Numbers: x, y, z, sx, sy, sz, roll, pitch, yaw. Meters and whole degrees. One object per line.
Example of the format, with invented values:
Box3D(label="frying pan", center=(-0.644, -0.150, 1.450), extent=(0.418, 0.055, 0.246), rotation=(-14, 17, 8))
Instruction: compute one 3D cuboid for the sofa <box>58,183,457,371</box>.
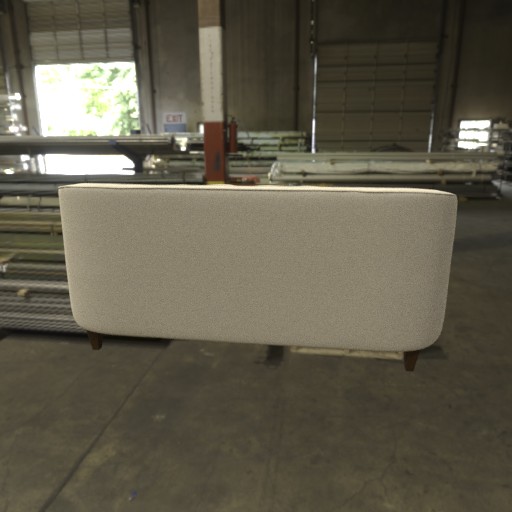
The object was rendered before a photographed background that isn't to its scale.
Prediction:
Box3D(label="sofa", center=(0.000, 0.000, 2.237), extent=(1.733, 0.855, 0.941), rotation=(2, 15, 8))
